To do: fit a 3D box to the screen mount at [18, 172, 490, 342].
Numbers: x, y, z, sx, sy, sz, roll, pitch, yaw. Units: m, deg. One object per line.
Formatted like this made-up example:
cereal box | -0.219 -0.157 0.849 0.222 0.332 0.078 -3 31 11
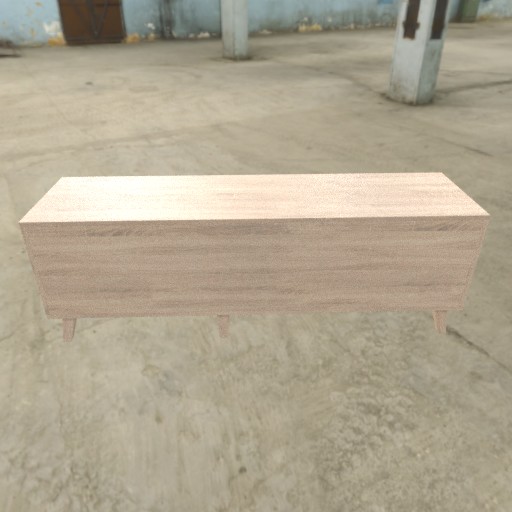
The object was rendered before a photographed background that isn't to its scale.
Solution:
screen mount | 0.000 0.000 1.708 1.500 0.510 0.400 -1 31 -2
